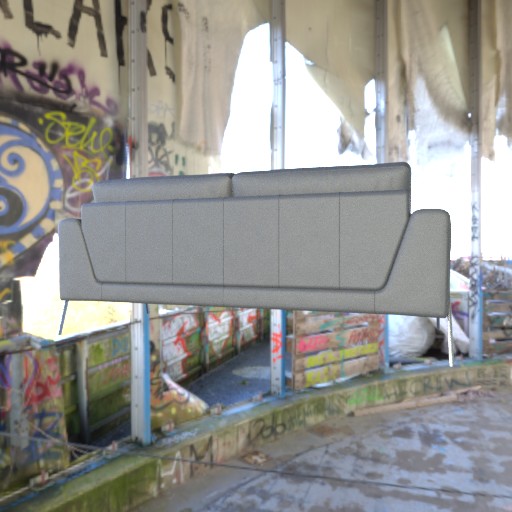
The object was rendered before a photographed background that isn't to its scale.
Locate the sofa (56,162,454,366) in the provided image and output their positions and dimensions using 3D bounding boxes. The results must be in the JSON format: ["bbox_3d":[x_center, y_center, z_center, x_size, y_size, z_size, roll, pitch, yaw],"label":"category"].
[{"bbox_3d":[0.000,0.000,2.554,2.017,0.875,0.953,0,1,19],"label":"sofa"}]
